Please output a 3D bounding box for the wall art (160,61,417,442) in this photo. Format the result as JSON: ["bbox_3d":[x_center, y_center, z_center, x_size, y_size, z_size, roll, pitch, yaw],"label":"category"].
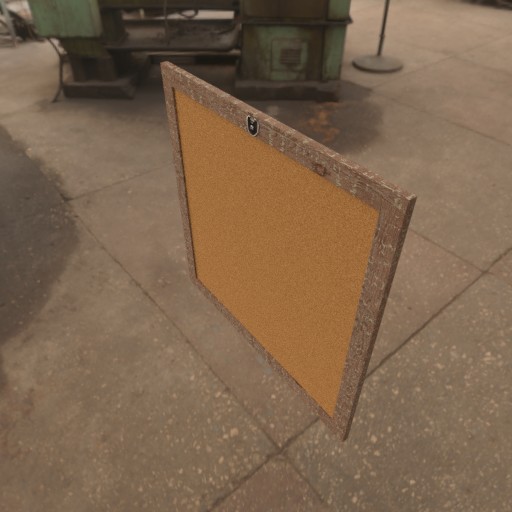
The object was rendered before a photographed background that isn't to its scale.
[{"bbox_3d":[0.000,0.000,0.573,0.012,0.384,0.384,-27,48,-27],"label":"wall art"}]
